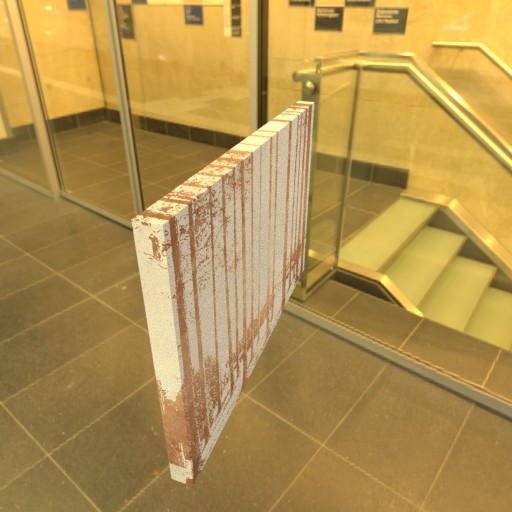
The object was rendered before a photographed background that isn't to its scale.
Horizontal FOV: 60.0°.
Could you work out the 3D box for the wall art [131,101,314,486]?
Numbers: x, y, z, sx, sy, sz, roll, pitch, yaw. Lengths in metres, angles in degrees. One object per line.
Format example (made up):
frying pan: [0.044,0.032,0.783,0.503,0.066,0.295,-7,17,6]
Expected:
wall art: [0.000,0.000,0.769,0.035,0.405,0.609,10,32,17]
